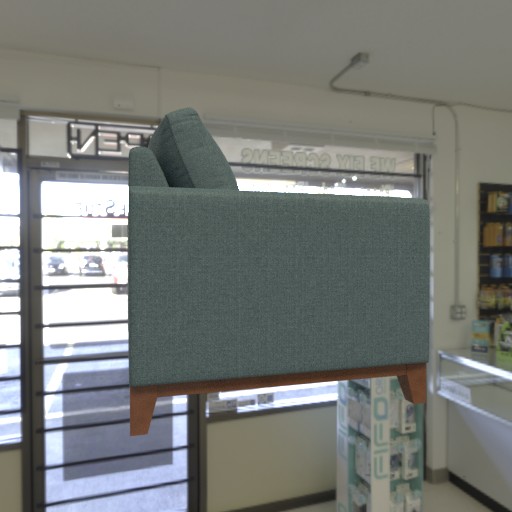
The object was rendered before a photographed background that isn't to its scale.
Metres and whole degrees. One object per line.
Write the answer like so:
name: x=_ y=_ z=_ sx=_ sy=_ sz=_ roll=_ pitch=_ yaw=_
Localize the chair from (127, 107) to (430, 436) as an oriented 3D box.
chair: x=0.000 y=0.000 z=1.869 sx=1.038 sy=1.010 sz=1.024 roll=0 pitch=1 yaw=-16
